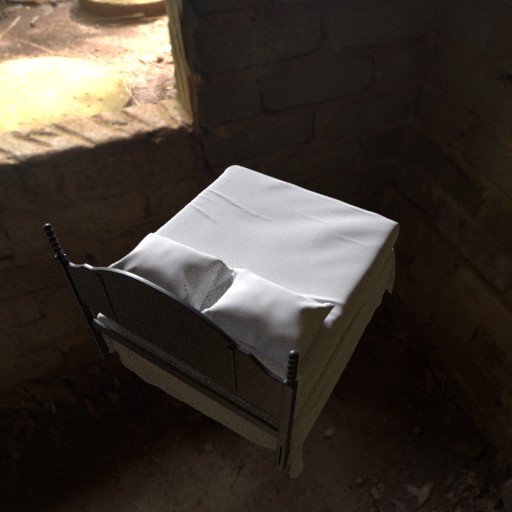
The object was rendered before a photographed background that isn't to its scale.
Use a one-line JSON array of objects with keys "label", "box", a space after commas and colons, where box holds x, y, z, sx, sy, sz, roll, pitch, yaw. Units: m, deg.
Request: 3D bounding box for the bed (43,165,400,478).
[{"label": "bed", "box": [0.000, 0.000, 3.300, 1.873, 1.356, 2.040, 24, 50, 22]}]
